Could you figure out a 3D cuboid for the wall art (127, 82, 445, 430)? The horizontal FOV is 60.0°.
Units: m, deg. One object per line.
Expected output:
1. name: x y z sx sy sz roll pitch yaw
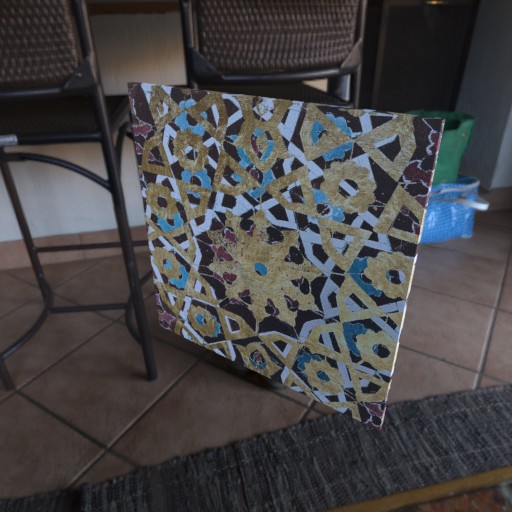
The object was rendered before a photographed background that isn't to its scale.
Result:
1. wall art: 0.000 0.000 0.594 0.404 0.406 0.010 18 34 29
